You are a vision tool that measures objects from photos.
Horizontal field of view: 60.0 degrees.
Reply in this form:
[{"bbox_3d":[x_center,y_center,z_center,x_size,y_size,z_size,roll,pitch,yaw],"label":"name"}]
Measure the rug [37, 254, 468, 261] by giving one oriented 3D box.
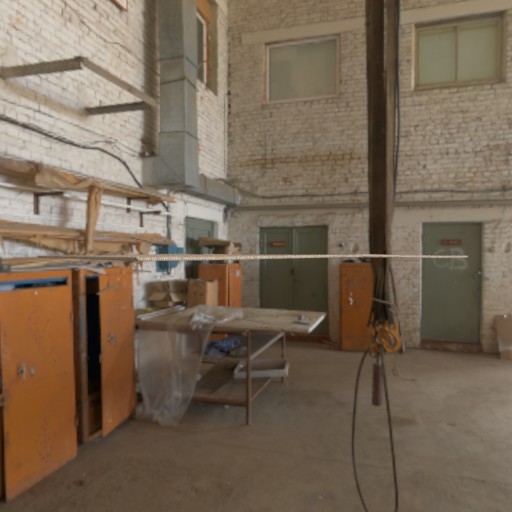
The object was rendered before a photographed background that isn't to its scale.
[{"bbox_3d":[0.000,0.000,3.603,2.869,0.038,2.032,0,0,-37],"label":"rug"}]
